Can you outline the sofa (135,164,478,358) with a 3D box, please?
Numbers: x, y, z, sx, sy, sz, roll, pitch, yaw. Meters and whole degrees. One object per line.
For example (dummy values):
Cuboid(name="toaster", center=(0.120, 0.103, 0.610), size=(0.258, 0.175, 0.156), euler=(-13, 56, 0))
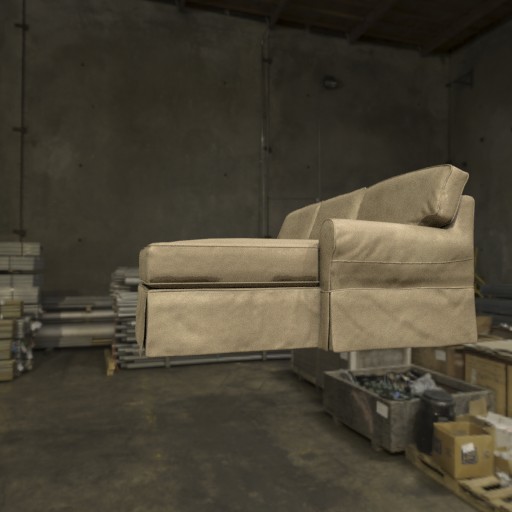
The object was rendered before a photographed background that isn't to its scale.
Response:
Cuboid(name="sofa", center=(0.000, 0.000, 3.239), size=(1.733, 0.978, 2.475), euler=(0, -1, -17))
